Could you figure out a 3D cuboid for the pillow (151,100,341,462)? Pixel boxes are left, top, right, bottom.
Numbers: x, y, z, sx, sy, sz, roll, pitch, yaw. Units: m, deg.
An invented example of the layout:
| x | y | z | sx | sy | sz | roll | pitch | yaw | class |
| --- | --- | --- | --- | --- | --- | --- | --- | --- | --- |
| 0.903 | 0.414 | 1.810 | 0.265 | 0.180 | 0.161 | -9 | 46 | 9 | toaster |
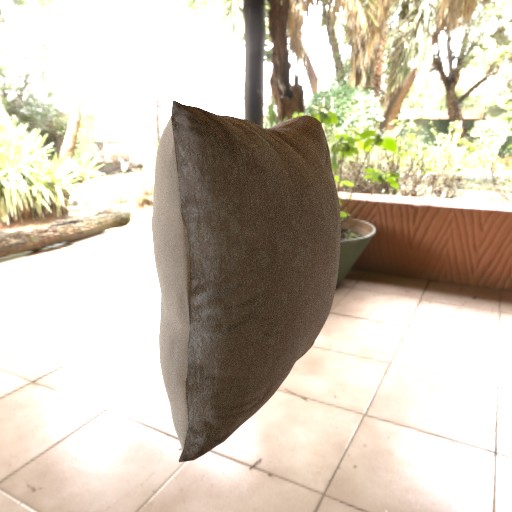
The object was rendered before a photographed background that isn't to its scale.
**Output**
| x | y | z | sx | sy | sz | roll | pitch | yaw | class |
| --- | --- | --- | --- | --- | --- | --- | --- | --- | --- |
| 0.000 | 0.000 | 0.712 | 0.245 | 0.448 | 0.450 | 8 | 17 | 26 | pillow |
